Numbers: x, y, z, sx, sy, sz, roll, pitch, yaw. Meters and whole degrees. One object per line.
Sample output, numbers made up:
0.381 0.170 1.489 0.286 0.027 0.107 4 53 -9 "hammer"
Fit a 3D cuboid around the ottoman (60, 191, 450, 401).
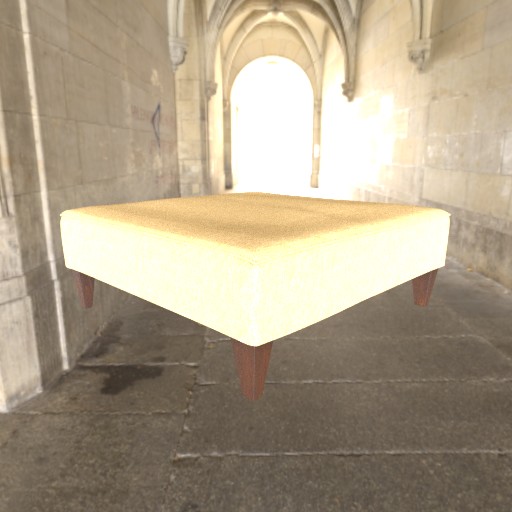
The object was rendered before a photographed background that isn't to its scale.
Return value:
0.000 0.000 1.572 0.970 0.378 0.981 13 19 43 "ottoman"
